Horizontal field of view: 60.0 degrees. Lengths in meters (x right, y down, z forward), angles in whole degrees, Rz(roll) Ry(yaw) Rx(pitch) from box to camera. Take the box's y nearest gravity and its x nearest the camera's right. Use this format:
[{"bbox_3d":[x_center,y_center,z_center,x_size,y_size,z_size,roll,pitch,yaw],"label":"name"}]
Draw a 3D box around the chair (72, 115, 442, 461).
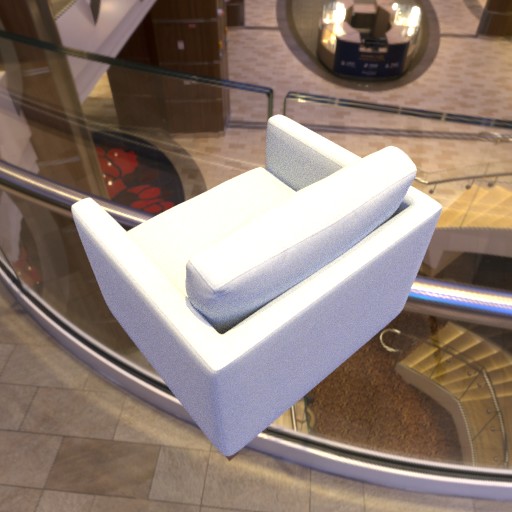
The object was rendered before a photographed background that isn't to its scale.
[{"bbox_3d":[0.000,0.000,1.853,1.107,0.961,0.953,-32,54,-27],"label":"chair"}]
